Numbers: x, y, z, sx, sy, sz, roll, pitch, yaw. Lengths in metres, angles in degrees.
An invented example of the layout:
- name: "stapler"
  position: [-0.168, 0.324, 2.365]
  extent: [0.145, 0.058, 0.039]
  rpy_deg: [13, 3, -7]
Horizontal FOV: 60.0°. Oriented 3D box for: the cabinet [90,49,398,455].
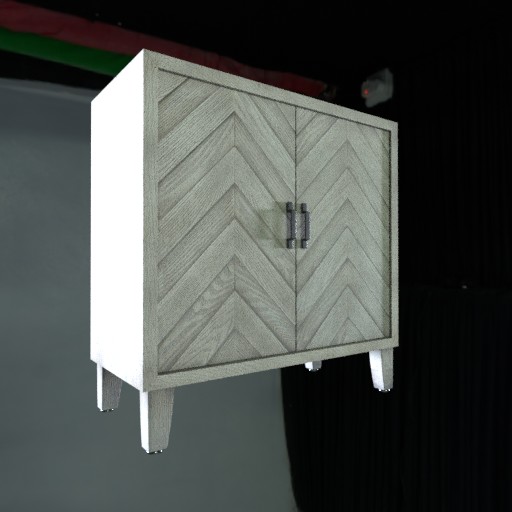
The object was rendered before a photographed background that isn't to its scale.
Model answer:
- name: "cabinet"
  position: [0.000, 0.000, 1.214]
  extent: [0.781, 0.787, 0.370]
  rpy_deg: [0, -1, -36]
